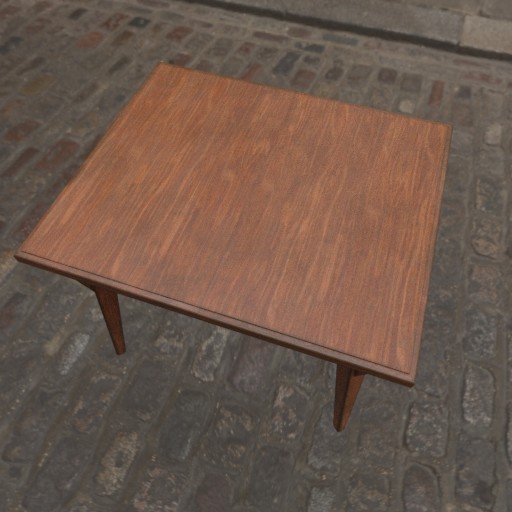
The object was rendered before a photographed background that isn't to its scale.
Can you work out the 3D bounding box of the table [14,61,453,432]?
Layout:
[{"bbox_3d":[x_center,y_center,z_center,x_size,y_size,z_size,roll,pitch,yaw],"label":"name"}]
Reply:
[{"bbox_3d":[0.000,0.000,1.544,0.991,0.761,0.838,16,59,10],"label":"table"}]
